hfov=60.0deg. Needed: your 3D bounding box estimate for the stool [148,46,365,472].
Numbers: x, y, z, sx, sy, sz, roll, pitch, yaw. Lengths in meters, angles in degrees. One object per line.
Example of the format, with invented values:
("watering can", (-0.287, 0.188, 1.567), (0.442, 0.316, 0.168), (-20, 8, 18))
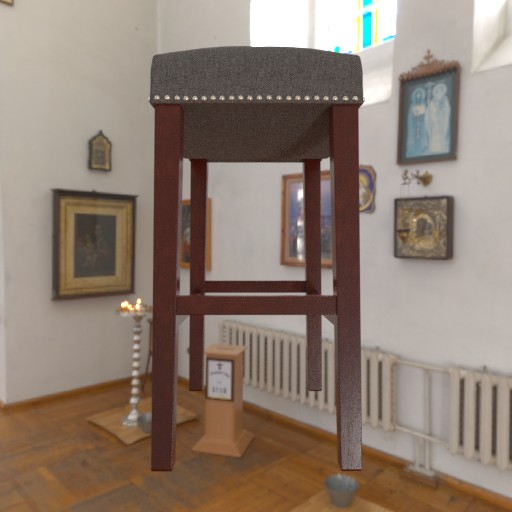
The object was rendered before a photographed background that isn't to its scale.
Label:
("stool", (0.000, 0.000, 1.000), (0.372, 0.742, 0.504), (0, 0, 0))
